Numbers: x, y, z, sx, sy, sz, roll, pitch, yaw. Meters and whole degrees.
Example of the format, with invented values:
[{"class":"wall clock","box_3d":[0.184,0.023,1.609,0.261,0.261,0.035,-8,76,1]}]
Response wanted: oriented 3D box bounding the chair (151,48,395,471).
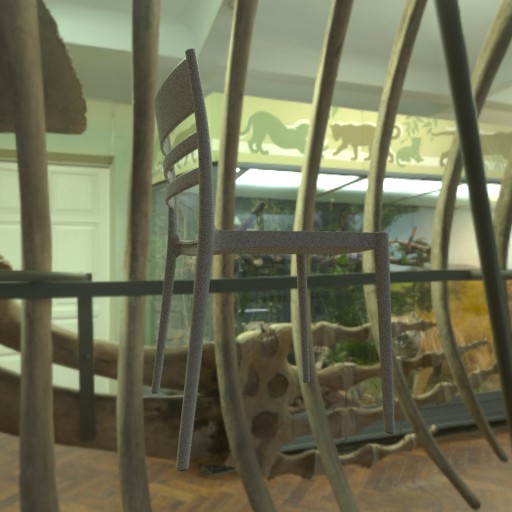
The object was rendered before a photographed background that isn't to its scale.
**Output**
[{"class":"chair","box_3d":[0.000,0.000,1.142,0.511,0.800,0.531,0,-1,-18]}]
